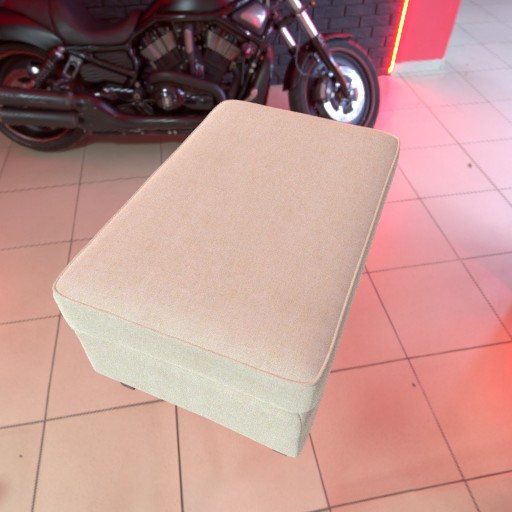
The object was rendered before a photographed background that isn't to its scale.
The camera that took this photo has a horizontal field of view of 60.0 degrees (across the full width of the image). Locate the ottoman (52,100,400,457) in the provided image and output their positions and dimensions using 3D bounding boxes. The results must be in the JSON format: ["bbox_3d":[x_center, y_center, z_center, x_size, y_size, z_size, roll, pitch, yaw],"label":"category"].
[{"bbox_3d":[0.000,0.000,1.227,0.583,0.484,0.862,17,49,15],"label":"ottoman"}]
